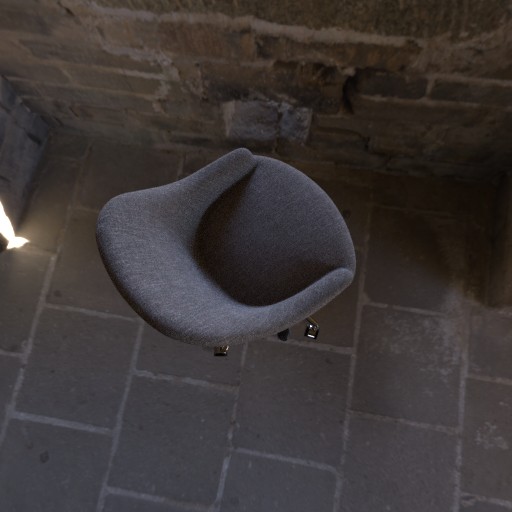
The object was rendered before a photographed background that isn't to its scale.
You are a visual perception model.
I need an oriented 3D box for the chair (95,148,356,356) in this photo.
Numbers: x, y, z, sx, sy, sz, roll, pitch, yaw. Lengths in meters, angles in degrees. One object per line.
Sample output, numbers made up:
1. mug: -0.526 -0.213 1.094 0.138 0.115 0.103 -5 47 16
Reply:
1. chair: 0.000 0.000 1.442 0.712 0.950 0.671 -36 78 -9
